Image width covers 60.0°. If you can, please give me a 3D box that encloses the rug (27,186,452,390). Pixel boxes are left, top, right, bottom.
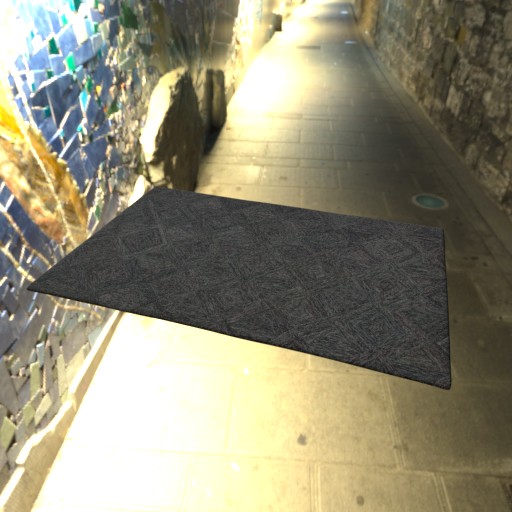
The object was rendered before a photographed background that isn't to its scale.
[{"bbox_3d":[0.000,0.000,2.159,1.752,0.013,1.158,10,34,15],"label":"rug"}]
